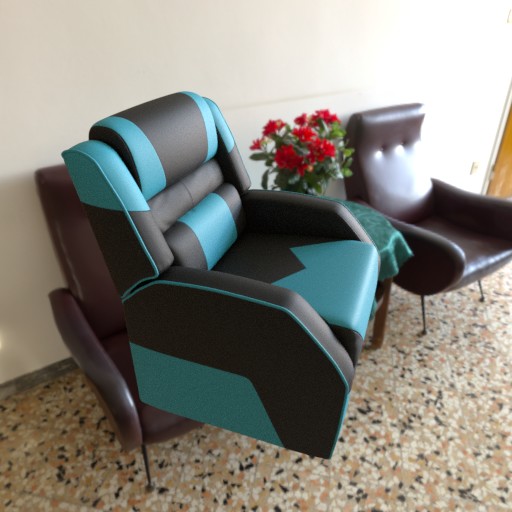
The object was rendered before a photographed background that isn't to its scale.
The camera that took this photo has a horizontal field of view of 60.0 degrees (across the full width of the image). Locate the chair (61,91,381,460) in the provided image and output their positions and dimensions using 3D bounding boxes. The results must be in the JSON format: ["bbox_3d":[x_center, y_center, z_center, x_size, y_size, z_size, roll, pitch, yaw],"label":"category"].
[{"bbox_3d":[0.000,0.000,1.265,0.672,0.805,0.620,11,32,17],"label":"chair"}]
